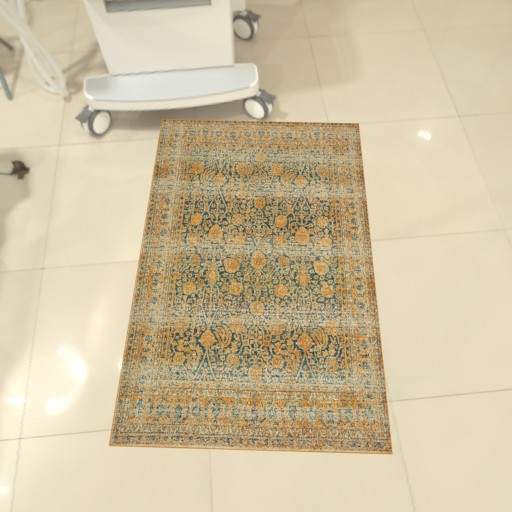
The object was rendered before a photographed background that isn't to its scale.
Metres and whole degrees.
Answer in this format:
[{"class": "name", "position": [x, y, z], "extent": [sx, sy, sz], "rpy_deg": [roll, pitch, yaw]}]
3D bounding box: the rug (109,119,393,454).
[{"class": "rug", "position": [0.000, 0.000, 2.905], "extent": [1.525, 0.007, 2.336], "rpy_deg": [1, 63, 1]}]
